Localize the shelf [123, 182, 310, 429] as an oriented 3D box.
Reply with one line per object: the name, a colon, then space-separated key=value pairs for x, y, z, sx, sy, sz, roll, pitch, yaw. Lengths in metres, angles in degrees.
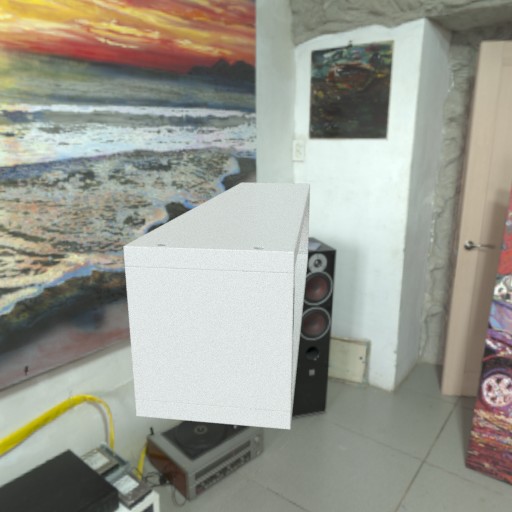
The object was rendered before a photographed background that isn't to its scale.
shelf: x=0.000 y=0.000 z=0.692 sx=0.150 sy=0.170 sz=0.610 roll=2 pitch=15 yaw=8
